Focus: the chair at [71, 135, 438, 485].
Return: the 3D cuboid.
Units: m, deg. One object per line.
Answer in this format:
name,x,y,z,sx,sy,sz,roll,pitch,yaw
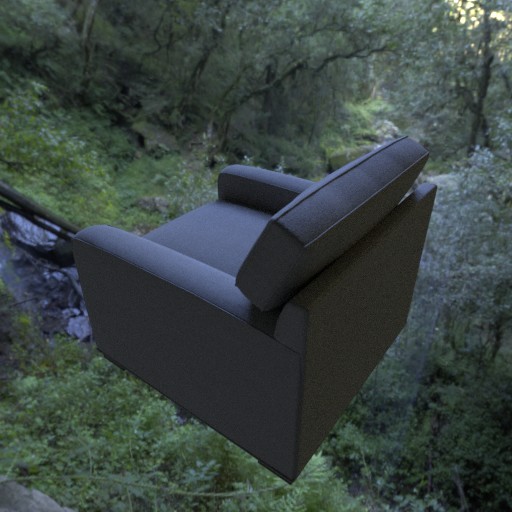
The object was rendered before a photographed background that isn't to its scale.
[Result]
chair,0.000,0.000,1.799,1.044,0.934,0.999,22,38,31
